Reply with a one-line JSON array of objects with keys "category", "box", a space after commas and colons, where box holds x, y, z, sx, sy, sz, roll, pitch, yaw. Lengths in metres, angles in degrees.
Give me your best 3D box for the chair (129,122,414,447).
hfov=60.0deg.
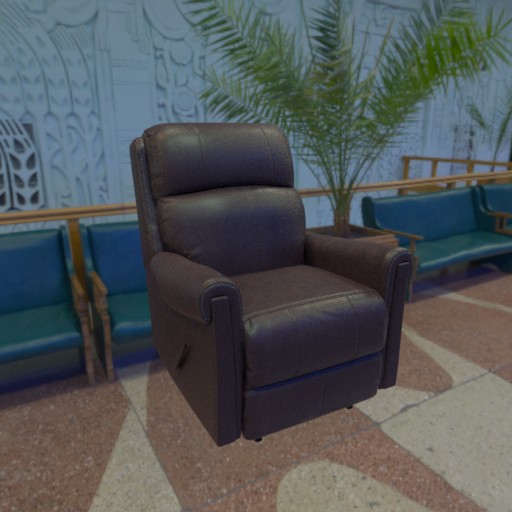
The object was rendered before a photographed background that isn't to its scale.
[{"category": "chair", "box": [0.000, 0.000, 1.817, 0.838, 1.054, 1.014, -8, 18, -27]}]
